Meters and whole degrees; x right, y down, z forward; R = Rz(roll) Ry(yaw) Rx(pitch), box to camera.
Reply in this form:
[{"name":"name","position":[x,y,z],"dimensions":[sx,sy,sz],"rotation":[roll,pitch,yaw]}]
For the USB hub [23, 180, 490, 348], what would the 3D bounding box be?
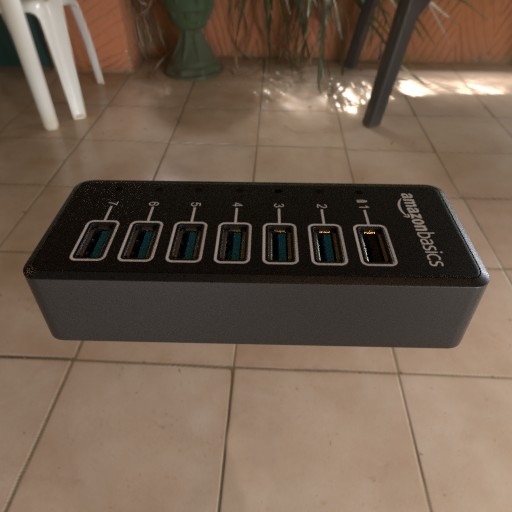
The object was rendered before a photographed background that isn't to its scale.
[{"name":"USB hub","position":[0.000,0.000,0.125],"dimensions":[0.110,0.023,0.044],"rotation":[1,41,1]}]
